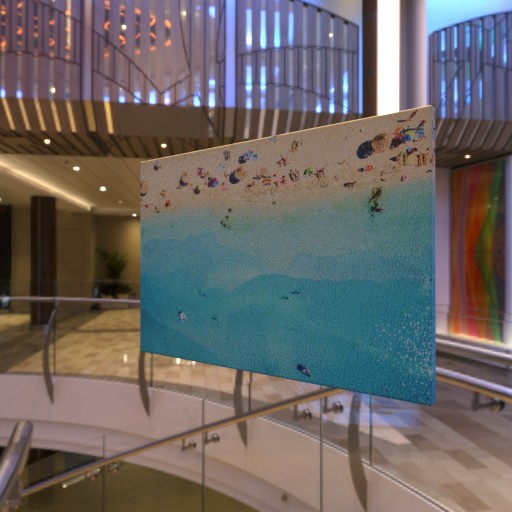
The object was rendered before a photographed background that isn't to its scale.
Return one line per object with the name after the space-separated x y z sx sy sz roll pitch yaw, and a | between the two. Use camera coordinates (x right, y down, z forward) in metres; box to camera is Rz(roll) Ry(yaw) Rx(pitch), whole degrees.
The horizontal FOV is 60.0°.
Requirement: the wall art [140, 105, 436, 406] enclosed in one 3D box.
0.000 0.000 1.480 1.136 0.769 0.040 0 0 36 | wall art
